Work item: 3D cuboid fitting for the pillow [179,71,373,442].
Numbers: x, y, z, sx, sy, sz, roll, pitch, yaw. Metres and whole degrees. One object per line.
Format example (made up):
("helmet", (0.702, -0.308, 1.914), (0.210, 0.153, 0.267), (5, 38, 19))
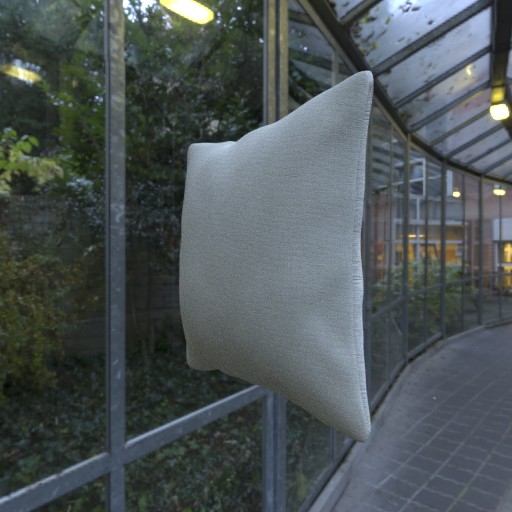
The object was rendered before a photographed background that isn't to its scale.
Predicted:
("pillow", (0.000, 0.000, 0.668), (0.162, 0.420, 0.437), (0, 0, -36))
